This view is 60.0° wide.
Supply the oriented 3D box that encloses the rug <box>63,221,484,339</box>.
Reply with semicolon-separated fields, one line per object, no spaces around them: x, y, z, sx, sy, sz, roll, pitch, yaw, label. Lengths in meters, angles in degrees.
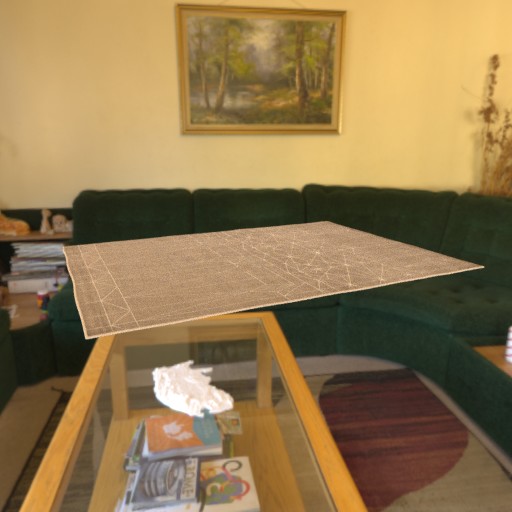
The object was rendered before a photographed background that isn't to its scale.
0.000;0.000;4.311;3.357;0.019;2.449;-7;17;-25;rug
